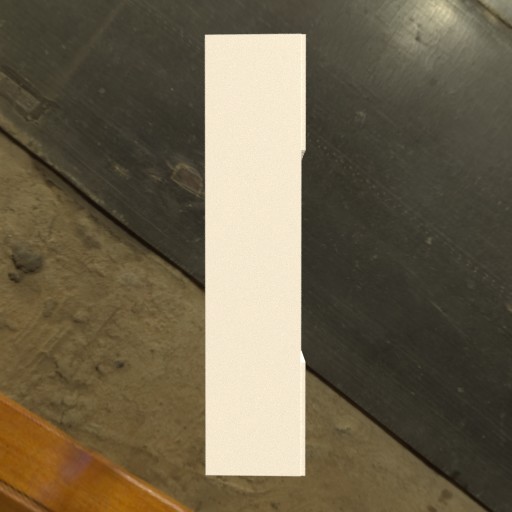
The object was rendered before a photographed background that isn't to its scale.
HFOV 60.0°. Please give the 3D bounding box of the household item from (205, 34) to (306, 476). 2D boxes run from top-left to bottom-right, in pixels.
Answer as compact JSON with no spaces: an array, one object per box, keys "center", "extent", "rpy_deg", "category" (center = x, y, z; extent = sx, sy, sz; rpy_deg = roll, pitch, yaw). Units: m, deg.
[{"center":[0.000,0.000,2.013],"extent":[0.420,0.310,1.850],"rpy_deg":[0,91,1],"category":"household item"}]
